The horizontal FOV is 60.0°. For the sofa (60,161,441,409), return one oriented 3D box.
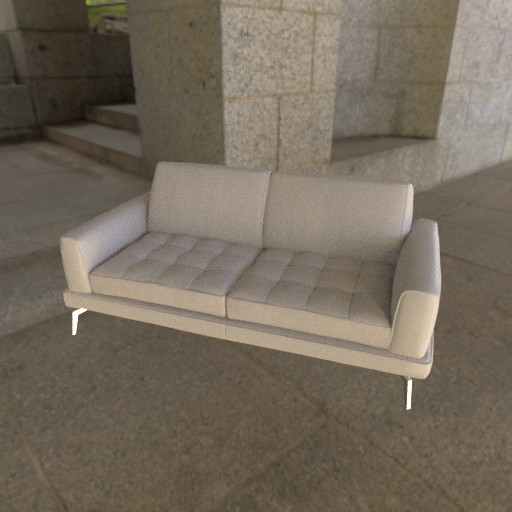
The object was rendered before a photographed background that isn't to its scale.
[{"bbox_3d":[0.000,0.000,2.784,2.177,0.930,1.121,8,26,17],"label":"sofa"}]
